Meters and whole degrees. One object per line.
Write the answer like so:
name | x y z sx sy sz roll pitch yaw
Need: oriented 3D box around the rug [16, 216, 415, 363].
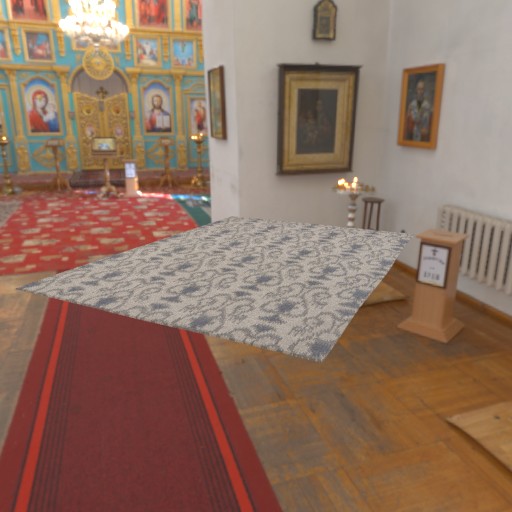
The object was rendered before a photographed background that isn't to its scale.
rug | 0.000 0.000 2.907 1.676 0.013 2.261 8 18 26
